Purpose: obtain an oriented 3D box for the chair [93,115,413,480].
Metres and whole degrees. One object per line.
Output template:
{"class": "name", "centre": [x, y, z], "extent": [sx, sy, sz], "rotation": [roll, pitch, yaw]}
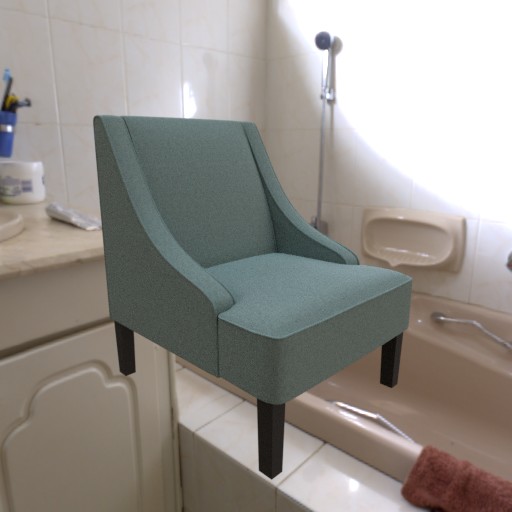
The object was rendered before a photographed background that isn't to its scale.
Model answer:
{"class": "chair", "centre": [0.000, 0.000, 1.852], "extent": [1.025, 1.133, 0.857], "rotation": [14, 20, 43]}
